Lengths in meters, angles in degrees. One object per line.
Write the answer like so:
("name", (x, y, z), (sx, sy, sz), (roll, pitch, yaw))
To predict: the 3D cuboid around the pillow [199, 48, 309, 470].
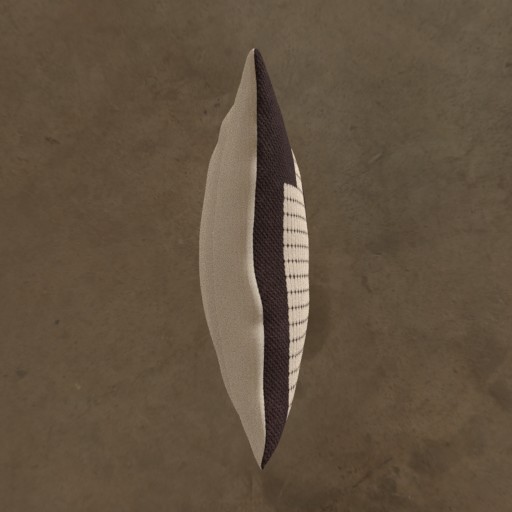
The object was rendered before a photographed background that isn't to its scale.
("pillow", (0.000, 0.000, 0.720), (0.178, 0.473, 0.475), (0, 90, 0))
